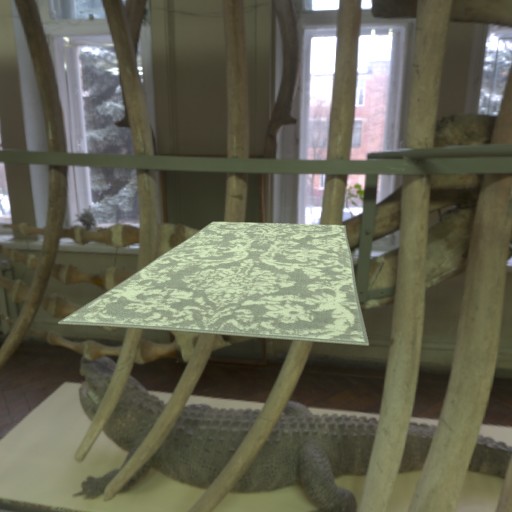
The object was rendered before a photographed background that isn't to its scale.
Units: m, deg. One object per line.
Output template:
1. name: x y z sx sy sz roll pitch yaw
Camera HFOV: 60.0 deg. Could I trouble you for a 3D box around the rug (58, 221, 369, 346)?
1. rug: 0.000 0.000 1.416 0.604 0.007 1.219 2 14 9
